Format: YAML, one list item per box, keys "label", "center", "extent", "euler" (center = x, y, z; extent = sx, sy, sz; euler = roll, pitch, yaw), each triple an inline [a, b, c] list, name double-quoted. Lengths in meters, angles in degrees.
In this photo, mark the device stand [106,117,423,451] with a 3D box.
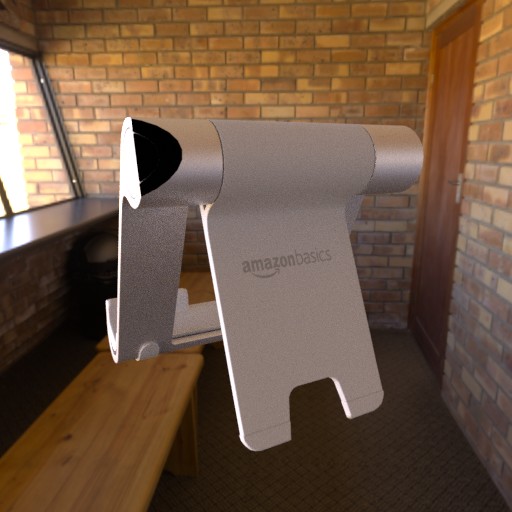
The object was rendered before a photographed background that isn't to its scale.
- label: "device stand"
  center: [0.000, 0.000, 0.147]
  extent: [0.086, 0.084, 0.079]
  euler: [-7, 15, -27]
